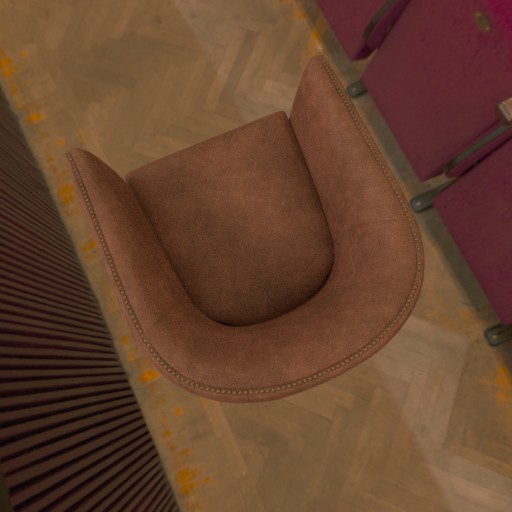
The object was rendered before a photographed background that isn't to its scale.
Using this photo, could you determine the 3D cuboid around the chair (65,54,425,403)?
[{"bbox_3d":[0.000,0.000,1.502,0.850,0.790,0.870,-23,77,-6],"label":"chair"}]
